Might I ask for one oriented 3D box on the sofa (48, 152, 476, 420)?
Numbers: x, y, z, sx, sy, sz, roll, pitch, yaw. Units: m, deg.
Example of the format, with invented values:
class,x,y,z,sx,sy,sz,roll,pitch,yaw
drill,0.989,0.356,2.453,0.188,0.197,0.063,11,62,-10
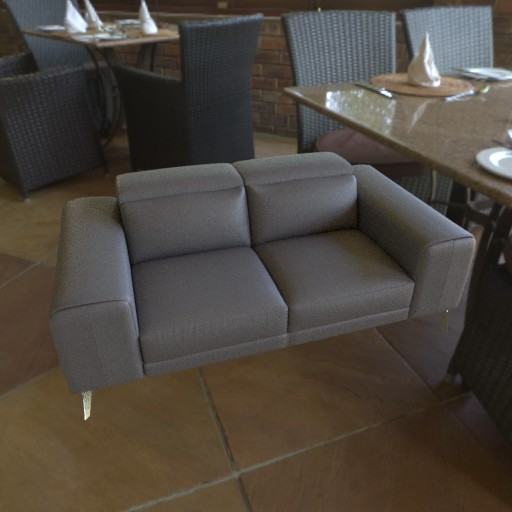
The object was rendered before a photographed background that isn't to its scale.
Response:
class,x,y,z,sx,sy,sz,roll,pitch,yaw
sofa,0.000,0.000,2.368,1.930,0.753,1.024,-9,33,-15
